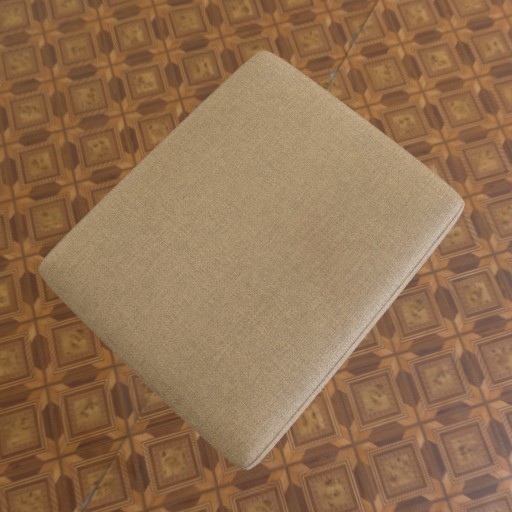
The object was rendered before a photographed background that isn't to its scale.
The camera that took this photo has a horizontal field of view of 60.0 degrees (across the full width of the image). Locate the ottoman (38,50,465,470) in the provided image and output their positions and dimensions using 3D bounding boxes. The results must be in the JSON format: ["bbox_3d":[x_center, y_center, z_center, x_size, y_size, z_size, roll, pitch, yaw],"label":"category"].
[{"bbox_3d":[0.000,0.000,1.207,0.671,0.490,0.820,41,79,9],"label":"ottoman"}]
